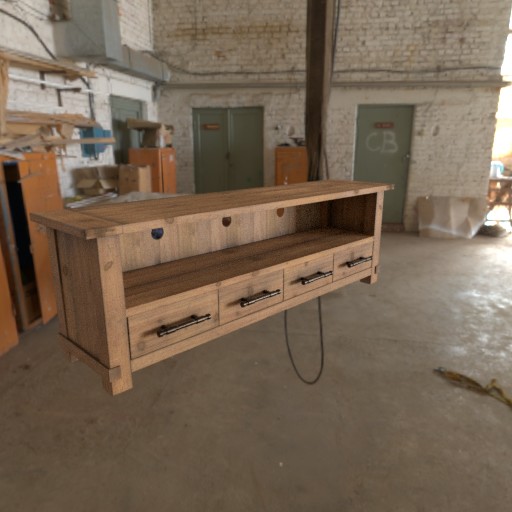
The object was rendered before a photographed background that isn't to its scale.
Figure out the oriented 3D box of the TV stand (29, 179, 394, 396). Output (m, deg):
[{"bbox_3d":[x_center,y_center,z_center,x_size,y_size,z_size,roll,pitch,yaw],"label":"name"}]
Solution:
[{"bbox_3d":[0.000,0.000,2.089,0.453,0.573,1.804,14,21,43],"label":"TV stand"}]
